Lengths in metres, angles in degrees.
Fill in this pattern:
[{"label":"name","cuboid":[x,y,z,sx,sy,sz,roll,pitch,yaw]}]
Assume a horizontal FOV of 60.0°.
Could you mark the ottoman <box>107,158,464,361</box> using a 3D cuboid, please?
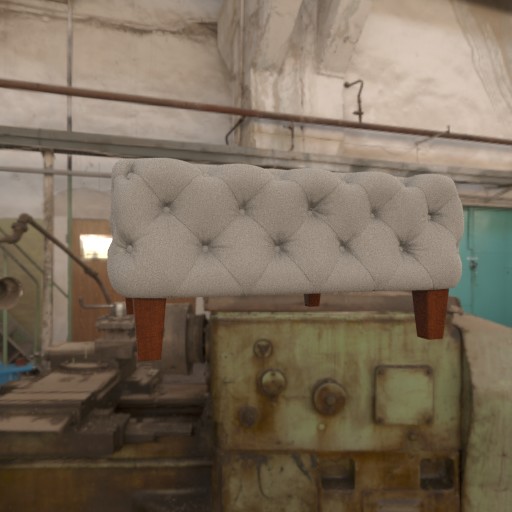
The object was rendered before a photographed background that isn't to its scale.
[{"label":"ottoman","cuboid":[0.000,0.000,1.433,0.917,0.439,0.911,0,1,-18]}]
